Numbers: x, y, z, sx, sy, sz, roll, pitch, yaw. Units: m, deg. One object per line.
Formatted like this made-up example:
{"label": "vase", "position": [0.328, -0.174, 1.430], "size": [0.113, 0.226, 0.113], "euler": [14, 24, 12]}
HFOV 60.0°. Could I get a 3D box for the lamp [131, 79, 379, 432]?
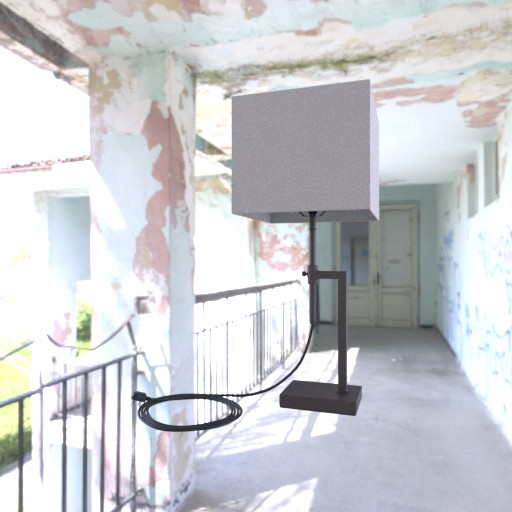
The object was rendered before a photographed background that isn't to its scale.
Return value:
{"label": "lamp", "position": [0.000, 0.000, 0.982], "size": [0.504, 0.660, 0.399], "euler": [0, 0, 19]}
